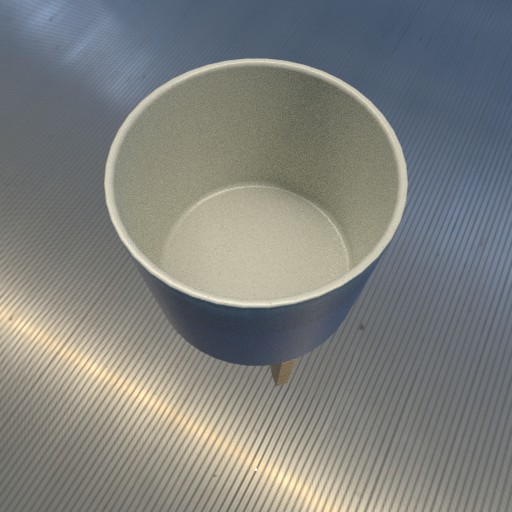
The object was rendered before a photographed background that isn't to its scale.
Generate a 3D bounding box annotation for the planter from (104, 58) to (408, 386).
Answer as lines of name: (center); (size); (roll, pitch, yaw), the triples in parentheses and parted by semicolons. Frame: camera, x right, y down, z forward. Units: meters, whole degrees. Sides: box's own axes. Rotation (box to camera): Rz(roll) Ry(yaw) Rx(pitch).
planter: (0.000, 0.000, 0.549); (0.261, 0.367, 0.261); (0, 64, 0)
